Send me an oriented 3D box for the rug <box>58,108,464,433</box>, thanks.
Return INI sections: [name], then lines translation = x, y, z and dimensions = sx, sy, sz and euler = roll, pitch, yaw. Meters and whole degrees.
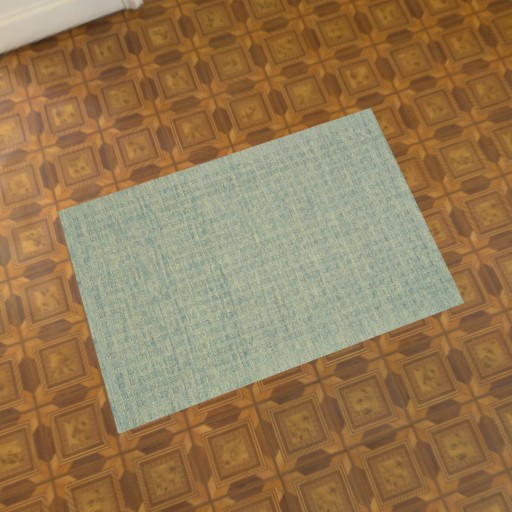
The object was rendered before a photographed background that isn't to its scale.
[rug]
translation = 0.000, 0.000, 2.227
dimensions = 1.752, 0.006, 1.142
euler = -19, 77, -5
